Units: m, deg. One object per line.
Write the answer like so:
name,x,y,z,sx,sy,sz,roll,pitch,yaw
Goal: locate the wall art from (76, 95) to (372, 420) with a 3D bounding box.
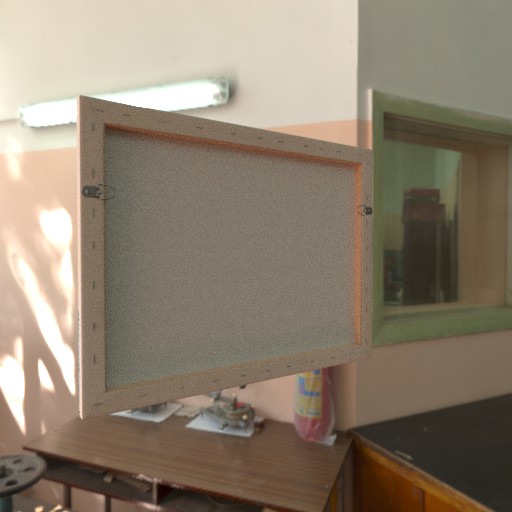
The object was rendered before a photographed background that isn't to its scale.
wall art,0.000,0.000,1.604,1.219,0.912,0.042,-1,2,-35
